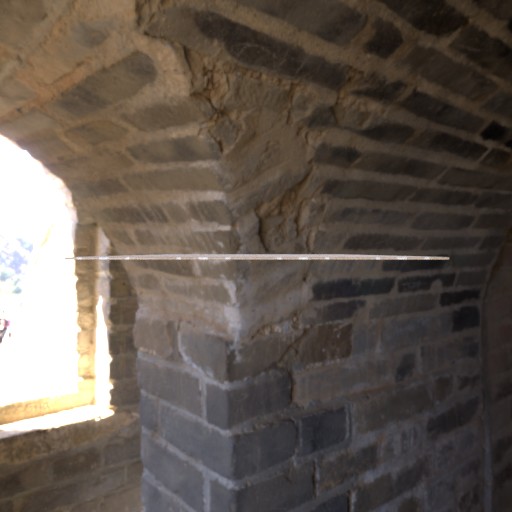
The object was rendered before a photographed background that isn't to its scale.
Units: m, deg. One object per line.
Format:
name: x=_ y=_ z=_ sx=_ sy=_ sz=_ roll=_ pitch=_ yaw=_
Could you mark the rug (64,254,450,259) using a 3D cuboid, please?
rug: x=0.000 y=0.000 z=2.809 sx=1.524 sy=0.010 sz=2.134 roll=0 pitch=0 yaw=0
